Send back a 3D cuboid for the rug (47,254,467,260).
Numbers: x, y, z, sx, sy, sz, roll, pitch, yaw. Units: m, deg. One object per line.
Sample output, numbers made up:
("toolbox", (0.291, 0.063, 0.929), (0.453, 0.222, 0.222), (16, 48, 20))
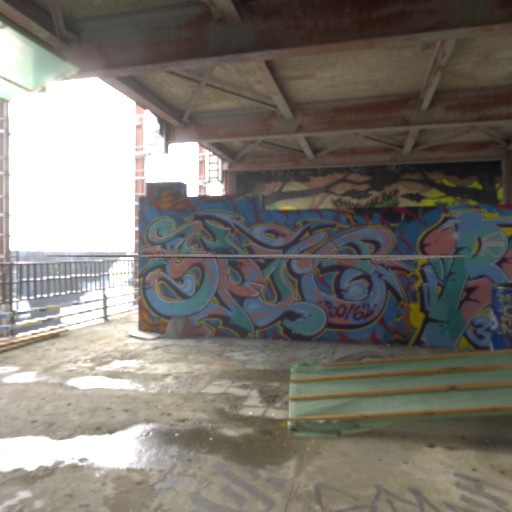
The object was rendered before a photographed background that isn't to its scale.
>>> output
("rug", (0.000, 0.000, 2.306), (1.828, 0.005, 1.220), (0, 1, 34))
